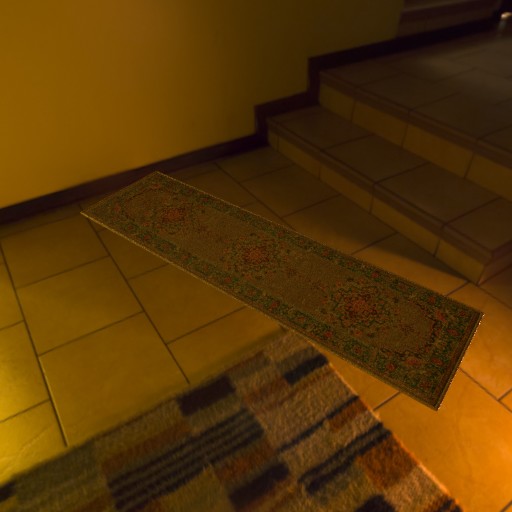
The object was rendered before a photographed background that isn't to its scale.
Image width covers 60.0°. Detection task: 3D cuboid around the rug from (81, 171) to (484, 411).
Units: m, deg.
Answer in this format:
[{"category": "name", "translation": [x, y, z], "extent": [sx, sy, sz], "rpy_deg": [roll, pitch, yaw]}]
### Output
[{"category": "rug", "translation": [0.000, 0.000, 2.484], "extent": [2.297, 0.019, 0.659], "rpy_deg": [26, 47, 27]}]
